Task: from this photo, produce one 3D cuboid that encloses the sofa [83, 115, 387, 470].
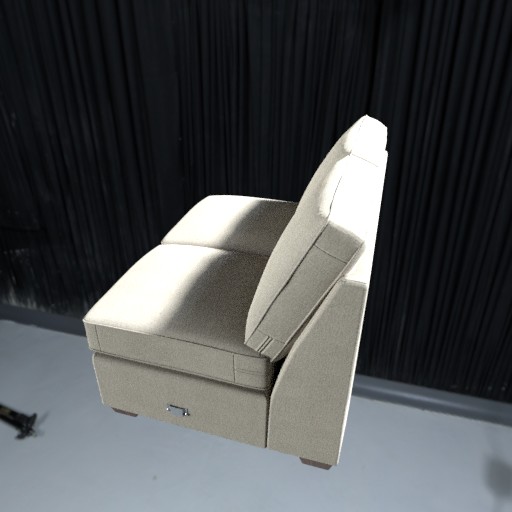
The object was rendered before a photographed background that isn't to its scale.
[{"bbox_3d":[0.000,0.000,1.947,0.978,1.006,1.232,9,31,14],"label":"sofa"}]
